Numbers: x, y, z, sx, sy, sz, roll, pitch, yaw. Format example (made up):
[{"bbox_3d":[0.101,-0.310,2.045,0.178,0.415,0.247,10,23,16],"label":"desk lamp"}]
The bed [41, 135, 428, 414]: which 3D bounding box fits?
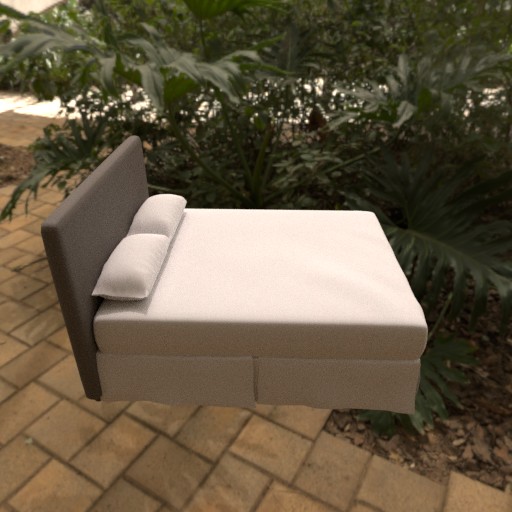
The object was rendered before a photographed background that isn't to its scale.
[{"bbox_3d":[0.000,0.000,3.221,2.142,1.330,1.723,1,30,2],"label":"bed"}]
